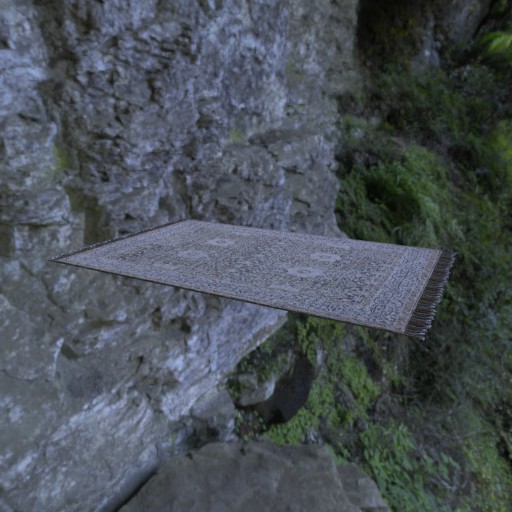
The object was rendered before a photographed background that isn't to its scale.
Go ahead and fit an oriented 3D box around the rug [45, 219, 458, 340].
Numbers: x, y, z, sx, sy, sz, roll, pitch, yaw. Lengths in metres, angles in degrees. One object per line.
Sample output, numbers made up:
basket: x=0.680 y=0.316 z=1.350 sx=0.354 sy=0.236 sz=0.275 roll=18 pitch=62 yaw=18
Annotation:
rug: x=0.000 y=0.000 z=2.539 sx=2.029 sy=0.010 sz=1.237 roll=9 pitch=19 yaw=27
